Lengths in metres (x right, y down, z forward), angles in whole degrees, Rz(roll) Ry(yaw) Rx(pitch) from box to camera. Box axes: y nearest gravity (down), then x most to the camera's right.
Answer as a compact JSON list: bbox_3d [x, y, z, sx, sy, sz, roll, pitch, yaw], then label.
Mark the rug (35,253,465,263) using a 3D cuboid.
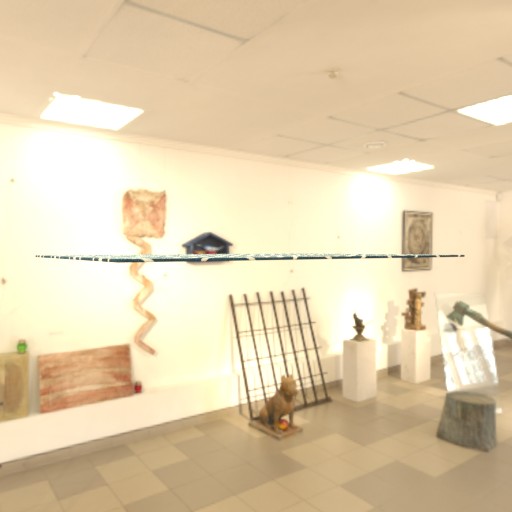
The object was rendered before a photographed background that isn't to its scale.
[{"bbox_3d":[0.000,0.000,2.152,1.753,0.010,1.143,-1,1,-36],"label":"rug"}]
